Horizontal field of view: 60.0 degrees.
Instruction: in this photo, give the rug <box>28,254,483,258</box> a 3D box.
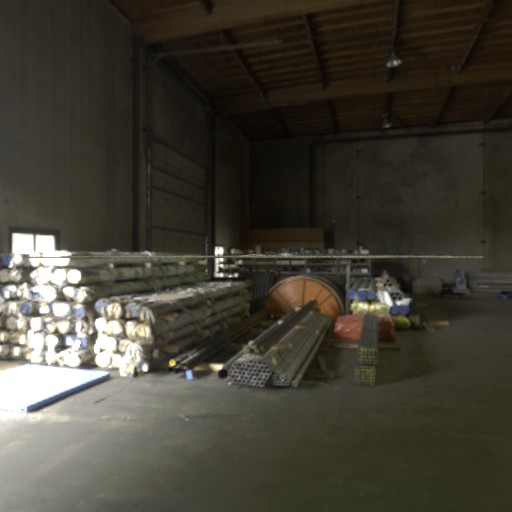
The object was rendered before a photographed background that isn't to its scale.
[{"bbox_3d":[0.000,0.000,3.336,2.455,0.025,1.964,0,0,1],"label":"rug"}]
